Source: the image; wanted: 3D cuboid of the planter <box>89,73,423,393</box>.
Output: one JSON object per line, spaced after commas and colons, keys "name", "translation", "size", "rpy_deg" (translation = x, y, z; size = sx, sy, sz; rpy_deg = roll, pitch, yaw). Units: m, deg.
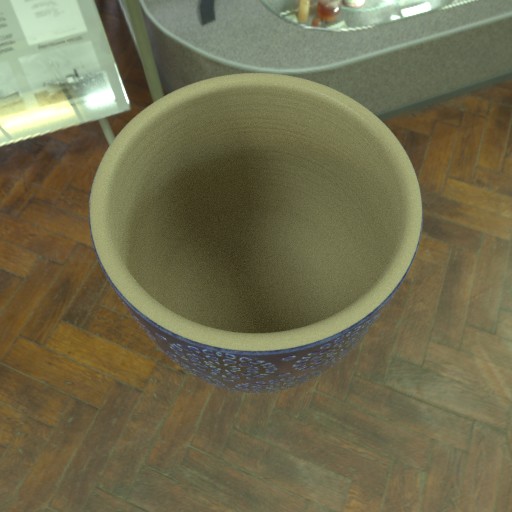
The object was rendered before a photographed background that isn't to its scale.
{"name": "planter", "translation": [0.000, 0.000, 0.284], "size": [0.165, 0.149, 0.165], "rpy_deg": [0, 63, 0]}
